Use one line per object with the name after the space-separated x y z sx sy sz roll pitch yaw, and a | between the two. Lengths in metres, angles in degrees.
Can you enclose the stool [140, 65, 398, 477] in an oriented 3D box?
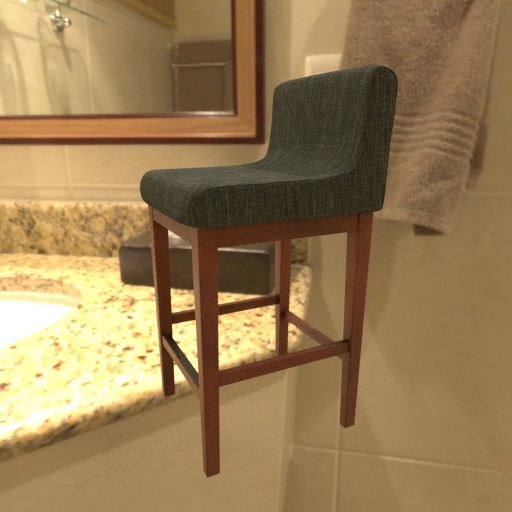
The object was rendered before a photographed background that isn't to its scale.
0.000 0.000 1.063 0.459 0.835 0.395 -8 17 -26 | stool
